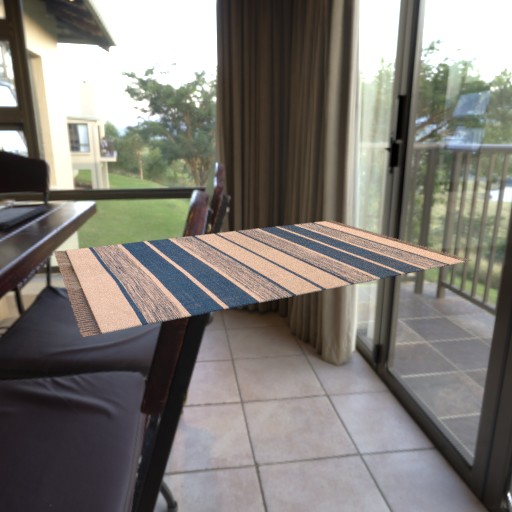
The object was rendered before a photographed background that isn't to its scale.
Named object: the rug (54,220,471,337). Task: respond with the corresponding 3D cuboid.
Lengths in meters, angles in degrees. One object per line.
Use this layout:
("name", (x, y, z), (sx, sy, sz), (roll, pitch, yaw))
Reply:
("rug", (0.000, 0.000, 3.038), (2.441, 0.010, 1.532), (-8, 18, -27))
